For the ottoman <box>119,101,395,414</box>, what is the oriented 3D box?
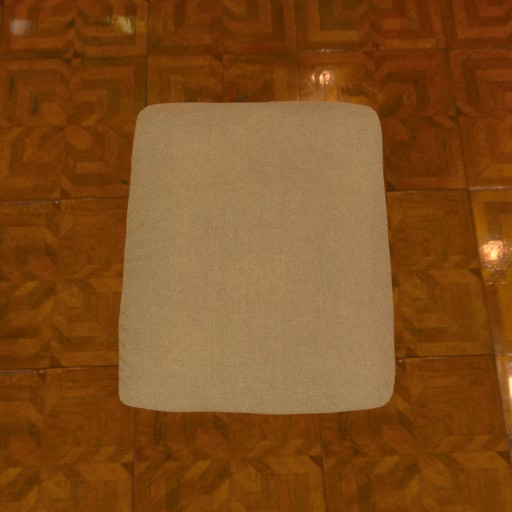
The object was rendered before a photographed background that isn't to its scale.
[{"bbox_3d":[0.000,0.000,1.264,0.683,0.481,0.837,0,76,0],"label":"ottoman"}]
